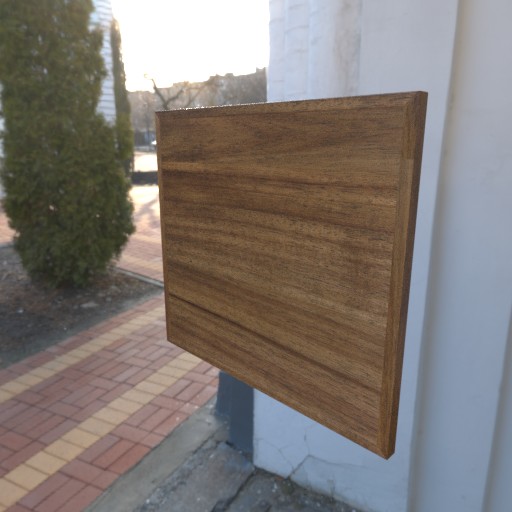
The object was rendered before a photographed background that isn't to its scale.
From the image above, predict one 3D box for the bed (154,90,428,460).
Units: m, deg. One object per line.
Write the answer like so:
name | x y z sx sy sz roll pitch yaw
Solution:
bed | 0.000 0.000 1.446 1.041 0.940 0.043 14 20 43
